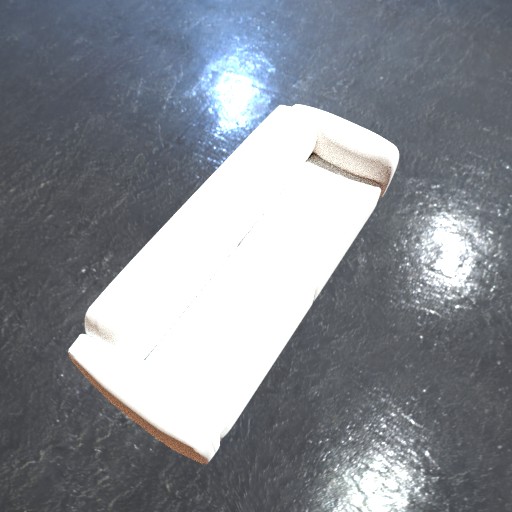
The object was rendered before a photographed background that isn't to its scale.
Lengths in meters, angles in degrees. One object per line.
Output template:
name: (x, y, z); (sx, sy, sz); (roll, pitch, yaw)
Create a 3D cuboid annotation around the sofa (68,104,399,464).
sofa: (0.000, 0.000, 2.709); (0.870, 0.780, 2.280); (29, 62, 17)
